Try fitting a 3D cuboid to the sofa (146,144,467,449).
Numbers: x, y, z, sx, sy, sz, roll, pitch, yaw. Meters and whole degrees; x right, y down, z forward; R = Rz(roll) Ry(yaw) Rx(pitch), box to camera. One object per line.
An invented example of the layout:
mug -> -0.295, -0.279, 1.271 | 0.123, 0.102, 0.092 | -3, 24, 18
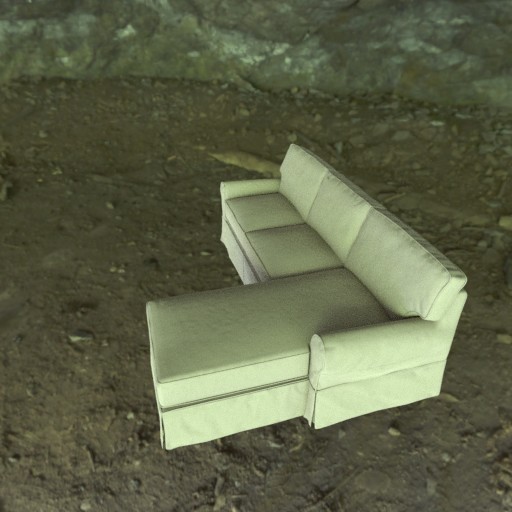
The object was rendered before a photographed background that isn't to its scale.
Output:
sofa -> 0.000, 0.000, 3.333 | 1.733, 0.978, 2.475 | -9, 32, -14
